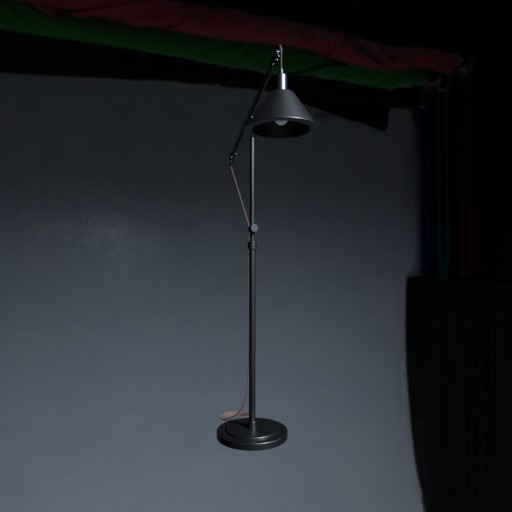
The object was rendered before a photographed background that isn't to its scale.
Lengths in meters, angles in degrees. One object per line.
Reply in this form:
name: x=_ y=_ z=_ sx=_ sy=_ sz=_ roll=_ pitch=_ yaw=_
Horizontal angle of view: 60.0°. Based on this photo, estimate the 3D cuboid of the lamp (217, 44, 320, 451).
lamp: x=0.000 y=0.000 z=1.966 sx=0.319 sy=1.626 sz=0.904 roll=0 pitch=-1 yaw=-18
